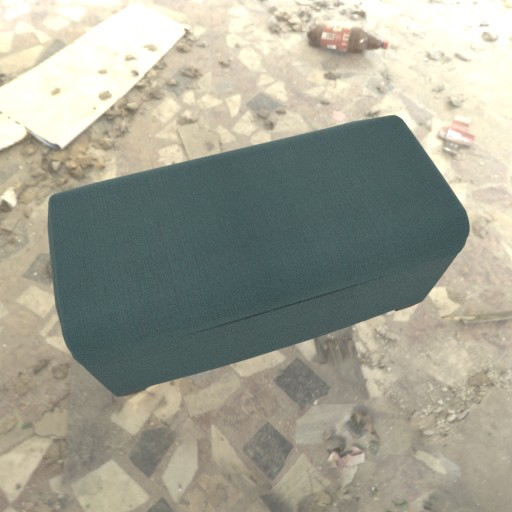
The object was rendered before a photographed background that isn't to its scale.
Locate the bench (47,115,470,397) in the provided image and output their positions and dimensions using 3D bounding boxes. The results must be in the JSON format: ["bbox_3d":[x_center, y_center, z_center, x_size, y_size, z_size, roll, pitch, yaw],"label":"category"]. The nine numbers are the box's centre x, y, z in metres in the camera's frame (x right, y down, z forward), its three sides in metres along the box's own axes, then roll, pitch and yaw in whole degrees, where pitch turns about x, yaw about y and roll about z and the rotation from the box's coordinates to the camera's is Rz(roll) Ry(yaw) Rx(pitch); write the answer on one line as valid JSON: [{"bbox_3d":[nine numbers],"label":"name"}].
[{"bbox_3d":[0.000,0.000,1.267,0.995,0.474,0.476,-15,60,-9],"label":"bench"}]
